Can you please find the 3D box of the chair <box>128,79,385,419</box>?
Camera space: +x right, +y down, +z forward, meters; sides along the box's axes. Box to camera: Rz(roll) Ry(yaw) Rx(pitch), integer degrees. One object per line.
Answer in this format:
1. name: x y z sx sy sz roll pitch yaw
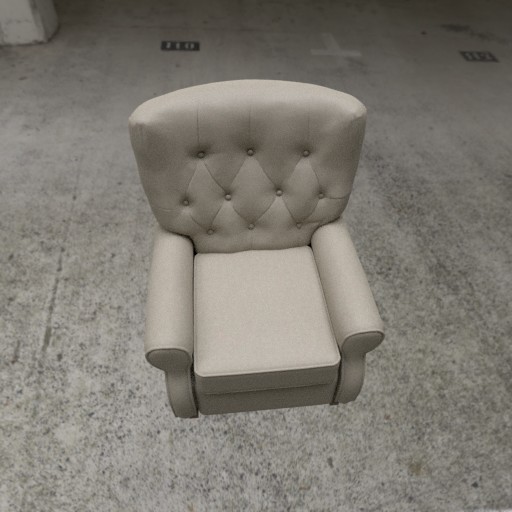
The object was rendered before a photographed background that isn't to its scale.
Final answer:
1. chair: 0.000 0.000 1.907 0.943 1.158 1.059 -4 46 -4
